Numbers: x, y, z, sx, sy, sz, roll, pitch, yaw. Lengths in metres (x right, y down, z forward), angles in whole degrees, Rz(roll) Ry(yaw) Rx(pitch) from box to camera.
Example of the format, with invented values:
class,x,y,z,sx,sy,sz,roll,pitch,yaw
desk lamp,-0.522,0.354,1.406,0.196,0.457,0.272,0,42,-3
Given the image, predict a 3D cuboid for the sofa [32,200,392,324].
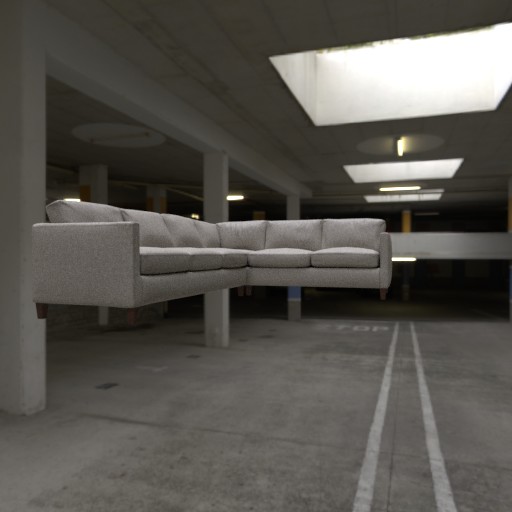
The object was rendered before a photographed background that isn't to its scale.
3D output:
class,x,y,z,sx,sy,sz,roll,pitch,yaw
sofa,0.000,0.000,4.495,2.593,0.947,3.302,0,0,18
